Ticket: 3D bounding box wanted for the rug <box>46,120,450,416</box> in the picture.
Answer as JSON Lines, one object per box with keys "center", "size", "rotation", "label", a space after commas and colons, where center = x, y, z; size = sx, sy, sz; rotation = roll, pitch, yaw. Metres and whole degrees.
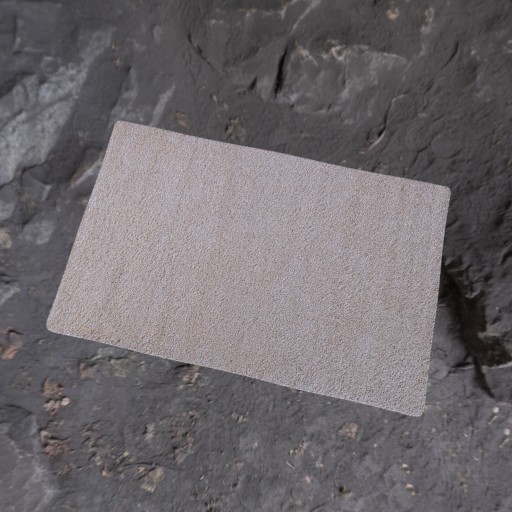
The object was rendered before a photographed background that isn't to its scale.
{"center": [0.000, 0.000, 2.865], "size": [2.349, 0.026, 1.500], "rotation": [12, 75, 3], "label": "rug"}
